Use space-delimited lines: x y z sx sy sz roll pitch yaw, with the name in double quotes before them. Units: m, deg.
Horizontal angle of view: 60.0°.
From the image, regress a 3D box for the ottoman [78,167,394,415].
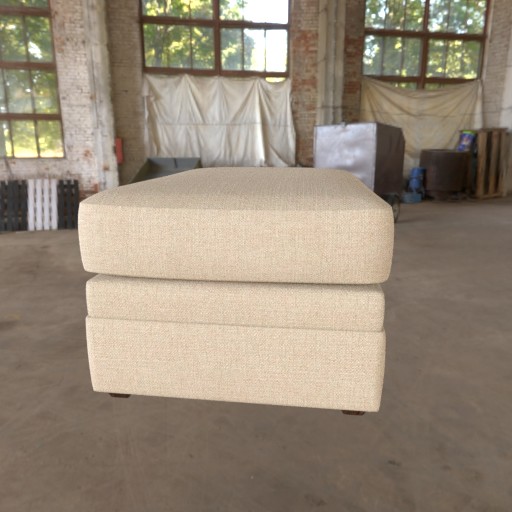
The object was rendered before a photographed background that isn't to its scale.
"ottoman" 0.000 0.000 1.276 0.637 0.478 0.885 2 14 7
